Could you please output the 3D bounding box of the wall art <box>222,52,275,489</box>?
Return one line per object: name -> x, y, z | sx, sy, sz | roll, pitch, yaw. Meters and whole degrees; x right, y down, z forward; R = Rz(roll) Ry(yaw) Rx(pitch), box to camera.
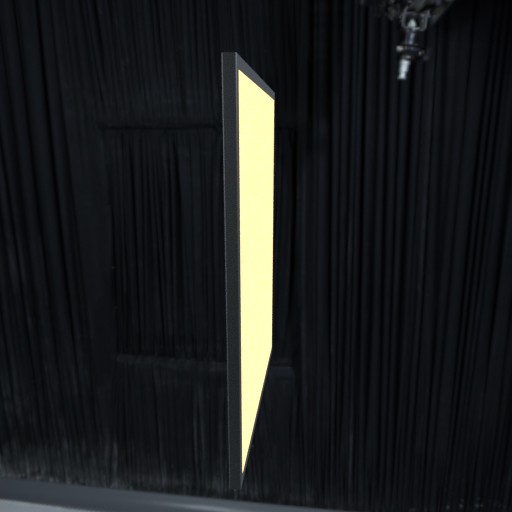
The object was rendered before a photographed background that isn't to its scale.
wall art -> 0.000, 0.000, 1.370 | 0.030, 1.027, 0.774 | 2, 15, 8
